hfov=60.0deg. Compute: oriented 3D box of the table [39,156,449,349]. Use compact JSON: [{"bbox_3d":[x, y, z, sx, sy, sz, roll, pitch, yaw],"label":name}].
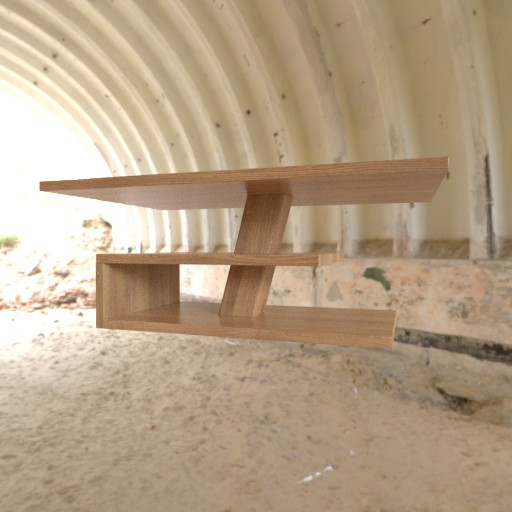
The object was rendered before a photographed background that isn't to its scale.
[{"bbox_3d":[0.000,0.000,1.452,1.100,0.442,0.700,0,1,19],"label":"table"}]
